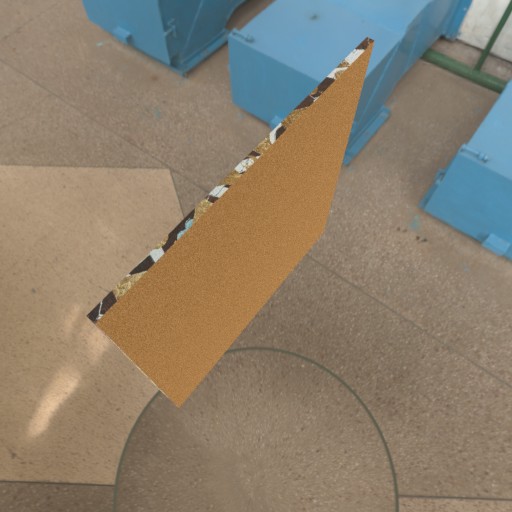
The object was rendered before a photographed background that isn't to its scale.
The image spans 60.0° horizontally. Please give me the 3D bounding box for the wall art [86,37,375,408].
[{"bbox_3d":[0.000,0.000,0.586,0.010,0.406,0.404,35,68,16],"label":"wall art"}]
